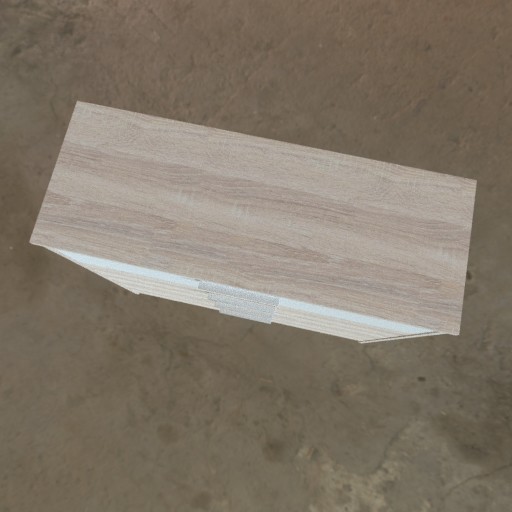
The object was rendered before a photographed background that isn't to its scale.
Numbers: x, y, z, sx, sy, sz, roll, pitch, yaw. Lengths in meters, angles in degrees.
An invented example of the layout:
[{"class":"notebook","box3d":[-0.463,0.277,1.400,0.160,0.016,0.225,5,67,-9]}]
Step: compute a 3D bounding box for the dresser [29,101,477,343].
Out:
[{"class":"dresser","box3d":[0.000,0.000,1.463,0.980,0.900,0.380,12,78,3]}]
